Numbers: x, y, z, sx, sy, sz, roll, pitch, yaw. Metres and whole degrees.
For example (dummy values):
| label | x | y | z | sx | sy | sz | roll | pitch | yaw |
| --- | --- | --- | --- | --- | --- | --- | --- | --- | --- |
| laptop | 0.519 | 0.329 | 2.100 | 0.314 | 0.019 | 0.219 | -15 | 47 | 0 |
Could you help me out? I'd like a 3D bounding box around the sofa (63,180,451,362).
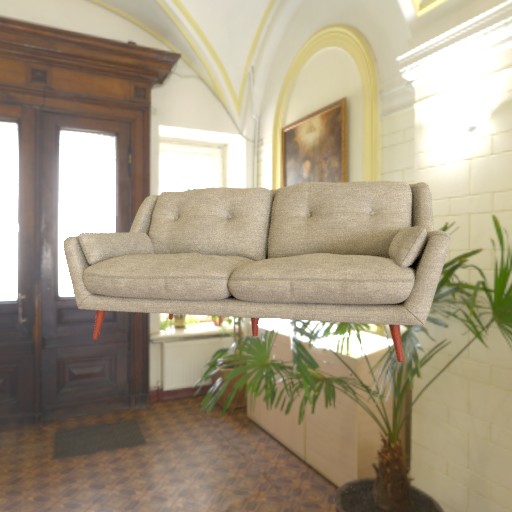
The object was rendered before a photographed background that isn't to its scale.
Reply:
| label | x | y | z | sx | sy | sz | roll | pitch | yaw |
| --- | --- | --- | --- | --- | --- | --- | --- | --- | --- |
| sofa | 0.000 | 0.000 | 2.480 | 1.930 | 0.897 | 0.976 | 0 | 1 | 18 |
